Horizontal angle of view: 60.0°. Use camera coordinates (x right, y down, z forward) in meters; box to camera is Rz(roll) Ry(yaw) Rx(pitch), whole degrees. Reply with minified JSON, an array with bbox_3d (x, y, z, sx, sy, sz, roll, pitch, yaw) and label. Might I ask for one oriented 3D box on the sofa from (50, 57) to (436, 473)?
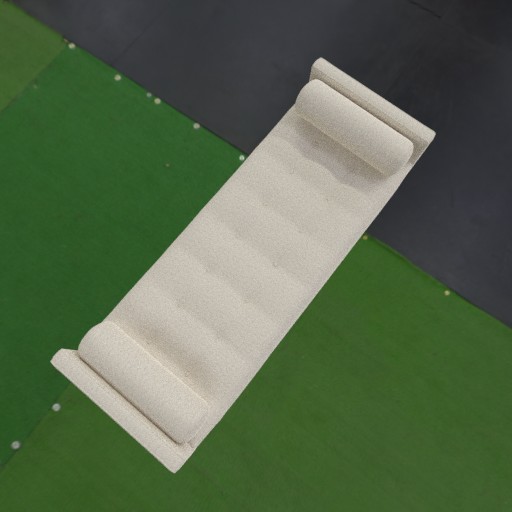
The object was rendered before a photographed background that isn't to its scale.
[{"bbox_3d":[0.000,0.000,2.337,0.746,0.641,1.985,38,78,9],"label":"sofa"}]
